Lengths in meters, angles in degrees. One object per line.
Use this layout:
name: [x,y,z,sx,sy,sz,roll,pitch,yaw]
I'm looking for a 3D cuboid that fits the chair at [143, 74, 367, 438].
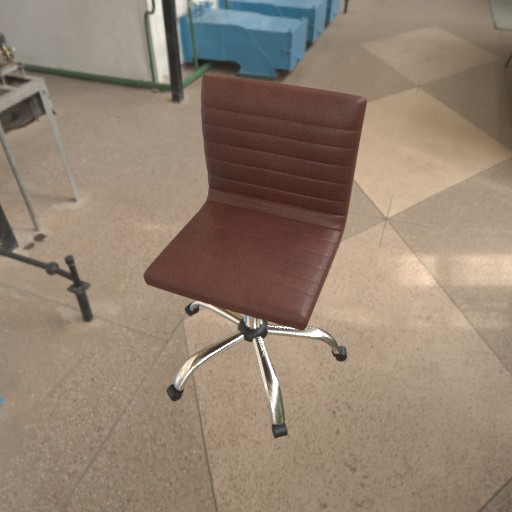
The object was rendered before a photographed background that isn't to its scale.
chair: [0.000,0.000,1.143,0.556,0.780,0.530,14,44,16]
